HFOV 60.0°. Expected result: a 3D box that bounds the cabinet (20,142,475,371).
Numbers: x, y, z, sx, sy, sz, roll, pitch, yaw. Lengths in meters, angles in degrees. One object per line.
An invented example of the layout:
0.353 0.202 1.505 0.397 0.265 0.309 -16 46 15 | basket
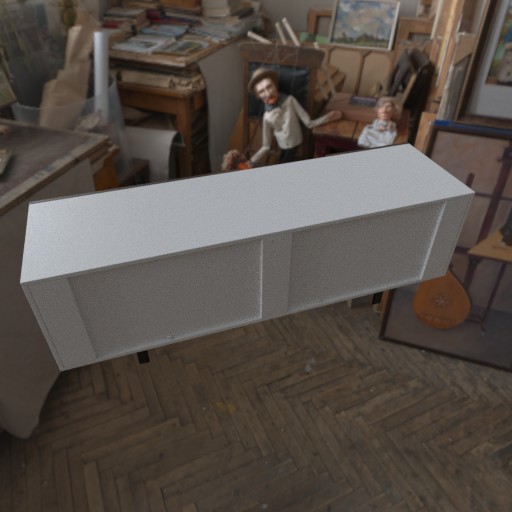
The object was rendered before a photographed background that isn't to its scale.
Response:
0.000 0.000 1.718 1.499 0.533 0.431 -12 41 -14 | cabinet
